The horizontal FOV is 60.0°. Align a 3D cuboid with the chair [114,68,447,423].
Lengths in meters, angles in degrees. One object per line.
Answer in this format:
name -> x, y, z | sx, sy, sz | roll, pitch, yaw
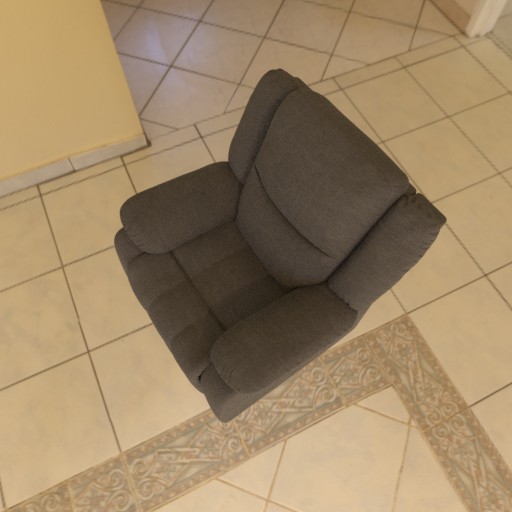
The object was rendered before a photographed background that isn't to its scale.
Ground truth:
chair -> 0.000, 0.000, 1.752 | 0.944, 1.008, 0.899 | -32, 67, -15
